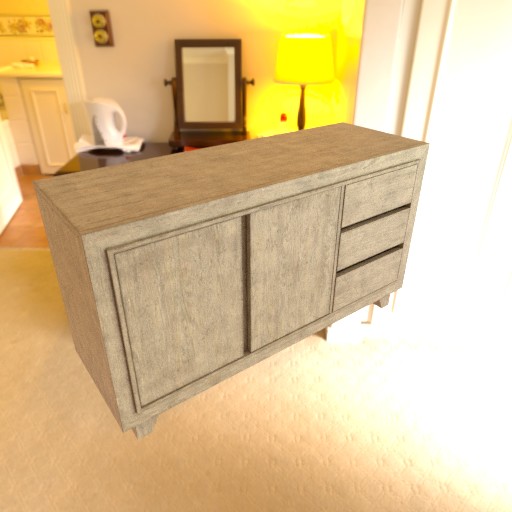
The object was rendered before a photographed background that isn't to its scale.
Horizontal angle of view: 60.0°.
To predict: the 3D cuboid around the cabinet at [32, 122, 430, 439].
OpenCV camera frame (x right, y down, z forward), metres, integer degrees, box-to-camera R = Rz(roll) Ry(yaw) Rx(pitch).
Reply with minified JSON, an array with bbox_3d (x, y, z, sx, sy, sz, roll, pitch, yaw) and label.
[{"bbox_3d":[0.000,0.000,1.862,1.460,0.825,0.511,-20,35,-31],"label":"cabinet"}]
